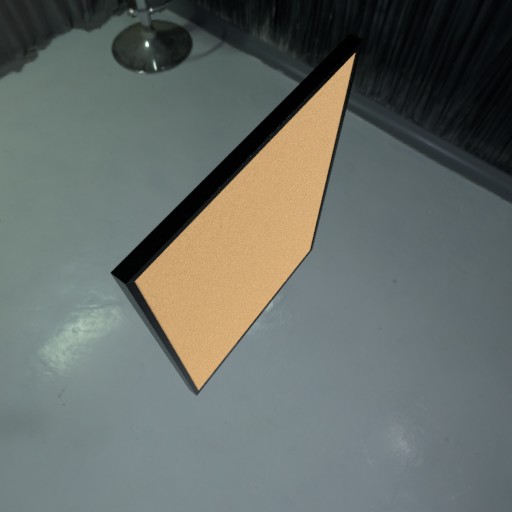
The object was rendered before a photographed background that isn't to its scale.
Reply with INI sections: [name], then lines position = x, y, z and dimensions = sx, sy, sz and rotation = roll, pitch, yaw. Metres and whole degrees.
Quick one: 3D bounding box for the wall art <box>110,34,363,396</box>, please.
[wall art]
position = 0.000, 0.000, 1.393
dimensions = 0.040, 1.062, 0.805
rotation = 34, 67, 16
